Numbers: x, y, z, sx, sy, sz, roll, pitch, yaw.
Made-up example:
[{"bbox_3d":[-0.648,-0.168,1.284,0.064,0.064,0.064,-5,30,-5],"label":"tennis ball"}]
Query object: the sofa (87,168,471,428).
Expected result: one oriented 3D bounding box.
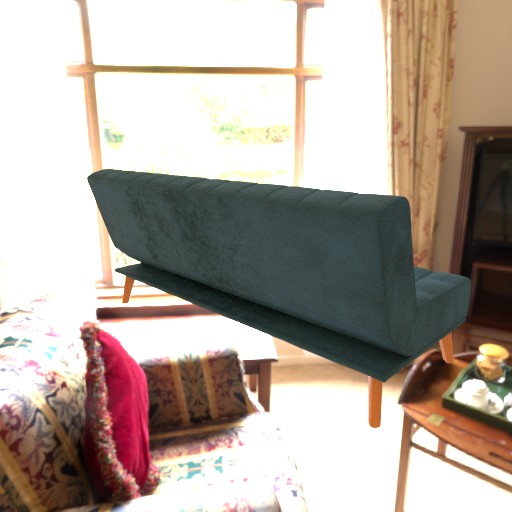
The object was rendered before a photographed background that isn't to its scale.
[{"bbox_3d":[0.000,0.000,2.233,1.804,0.813,0.855,14,20,43],"label":"sofa"}]
